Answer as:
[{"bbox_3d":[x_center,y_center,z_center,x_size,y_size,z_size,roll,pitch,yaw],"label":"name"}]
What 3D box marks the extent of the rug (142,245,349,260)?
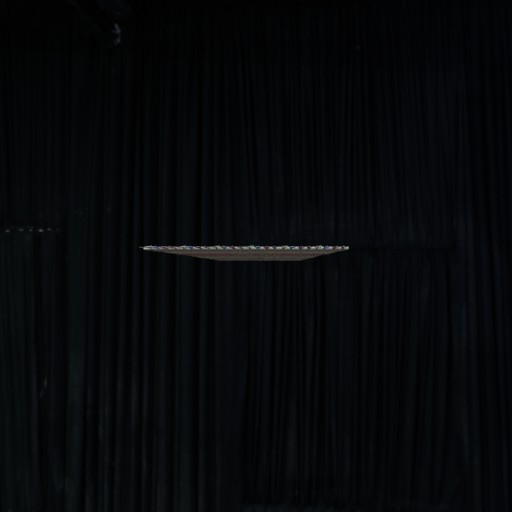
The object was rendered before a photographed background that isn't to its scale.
[{"bbox_3d":[0.000,0.000,2.647,0.695,0.017,2.455,0,-2,2],"label":"rug"}]
